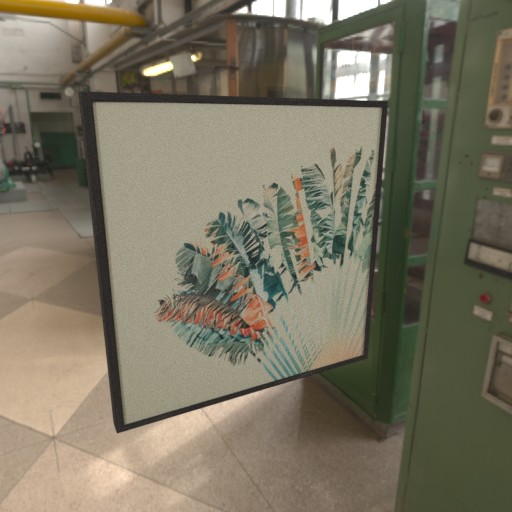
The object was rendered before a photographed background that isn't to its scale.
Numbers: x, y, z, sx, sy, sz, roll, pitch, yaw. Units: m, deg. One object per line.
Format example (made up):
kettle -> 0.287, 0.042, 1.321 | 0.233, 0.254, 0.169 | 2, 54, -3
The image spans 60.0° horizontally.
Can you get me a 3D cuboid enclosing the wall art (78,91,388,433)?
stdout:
wall art -> 0.000, 0.000, 1.125 | 0.762, 0.758, 0.043 | -8, 18, -26
